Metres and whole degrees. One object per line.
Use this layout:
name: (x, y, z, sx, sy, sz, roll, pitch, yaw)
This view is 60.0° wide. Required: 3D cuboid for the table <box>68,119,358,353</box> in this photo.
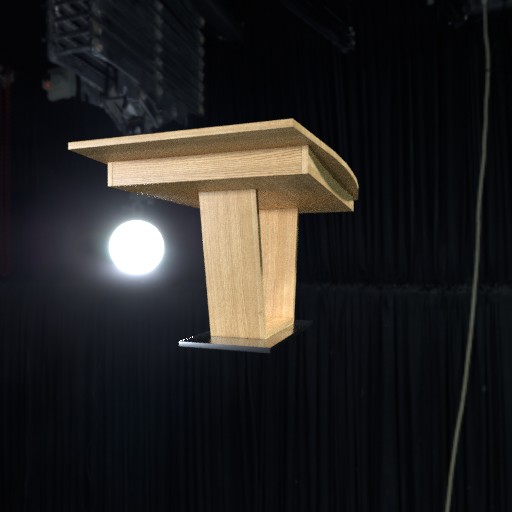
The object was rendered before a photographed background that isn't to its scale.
table: (0.000, 0.000, 2.106, 0.900, 0.748, 1.598, 0, 0, 19)
